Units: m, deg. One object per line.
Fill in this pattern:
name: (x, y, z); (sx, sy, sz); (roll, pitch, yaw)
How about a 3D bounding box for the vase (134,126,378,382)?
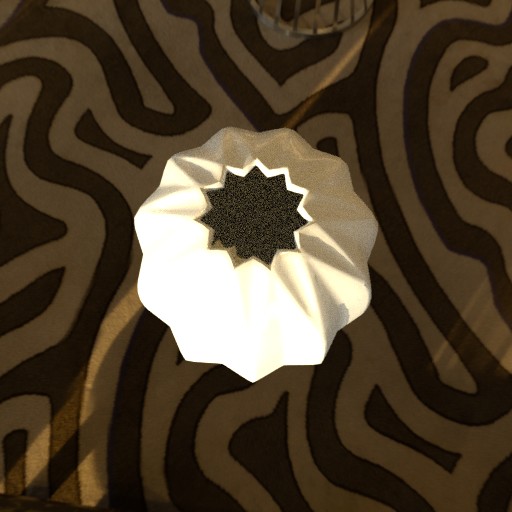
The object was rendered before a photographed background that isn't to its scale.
vase: (0.000, 0.000, 0.251); (0.139, 0.134, 0.139); (0, 75, 0)
